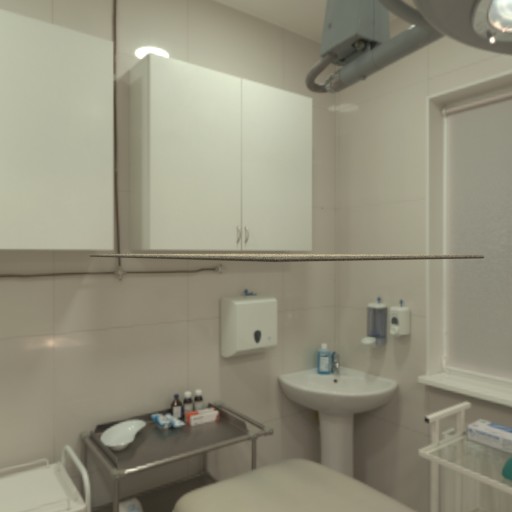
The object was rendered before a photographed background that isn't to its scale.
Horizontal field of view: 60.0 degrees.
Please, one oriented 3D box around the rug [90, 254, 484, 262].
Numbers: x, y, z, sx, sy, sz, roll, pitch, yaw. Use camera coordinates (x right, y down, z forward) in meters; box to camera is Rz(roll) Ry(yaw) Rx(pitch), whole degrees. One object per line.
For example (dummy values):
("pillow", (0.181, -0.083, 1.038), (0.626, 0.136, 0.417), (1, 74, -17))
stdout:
("rug", (0.000, 0.000, 2.375), (1.219, 0.016, 1.829), (0, 1, -36))
